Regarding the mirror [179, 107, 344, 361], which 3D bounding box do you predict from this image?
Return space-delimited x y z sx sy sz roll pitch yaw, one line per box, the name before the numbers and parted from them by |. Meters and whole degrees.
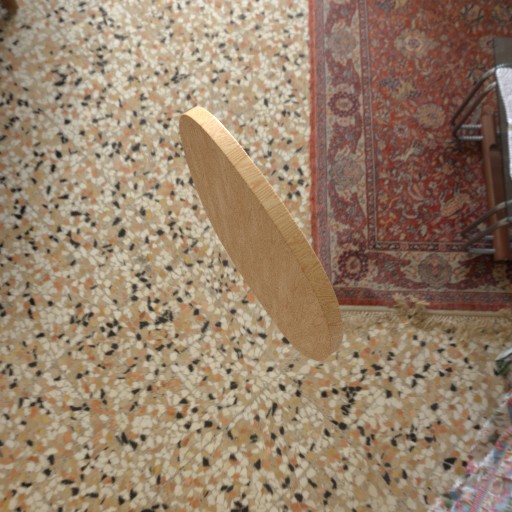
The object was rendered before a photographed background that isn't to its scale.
mirror | 0.000 0.000 1.348 0.037 1.075 0.724 -33 77 -8
